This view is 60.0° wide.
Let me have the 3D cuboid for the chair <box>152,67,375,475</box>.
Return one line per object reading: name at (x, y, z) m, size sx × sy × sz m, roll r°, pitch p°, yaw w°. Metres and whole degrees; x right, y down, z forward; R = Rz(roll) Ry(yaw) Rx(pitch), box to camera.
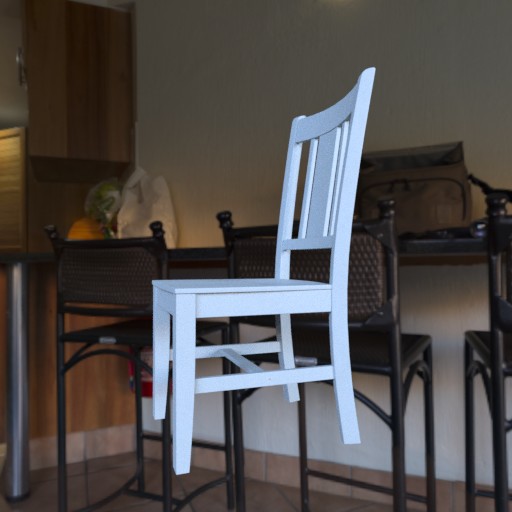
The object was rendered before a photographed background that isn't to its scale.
chair at (0.000, 0.000, 1.292) m, size 0.555 × 0.998 × 0.450 m, roll 0°, pitch 0°, yaw -20°
